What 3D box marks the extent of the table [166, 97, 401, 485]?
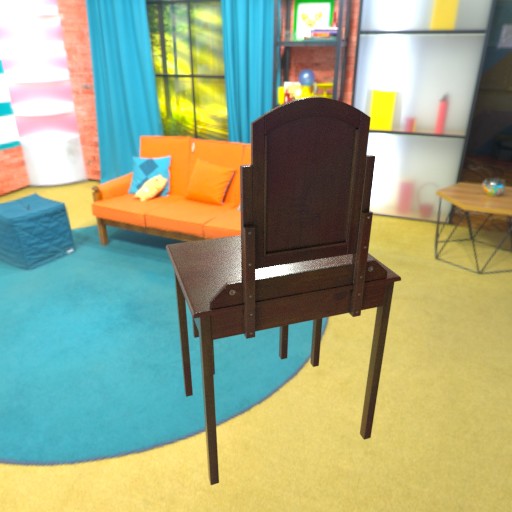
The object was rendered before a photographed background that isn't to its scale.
[{"bbox_3d":[0.000,0.000,2.245,0.876,1.631,1.211,-8,27,-17],"label":"table"}]
